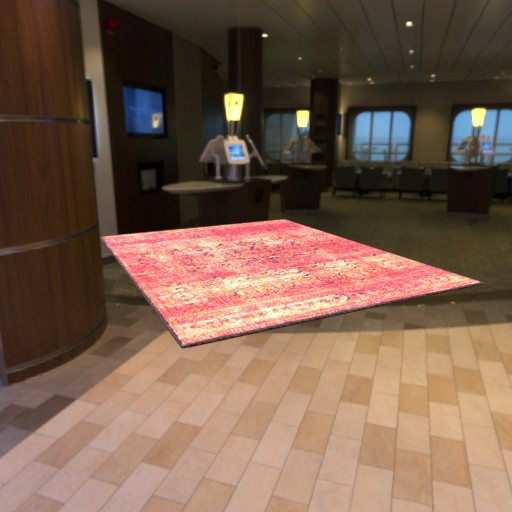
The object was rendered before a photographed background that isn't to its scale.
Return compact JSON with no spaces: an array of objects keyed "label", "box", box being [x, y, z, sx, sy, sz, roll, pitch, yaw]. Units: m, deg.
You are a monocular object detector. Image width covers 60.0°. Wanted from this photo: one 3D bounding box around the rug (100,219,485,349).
[{"label":"rug","box":[0.000,0.000,4.185,2.411,0.020,3.032,-8,17,-26]}]
